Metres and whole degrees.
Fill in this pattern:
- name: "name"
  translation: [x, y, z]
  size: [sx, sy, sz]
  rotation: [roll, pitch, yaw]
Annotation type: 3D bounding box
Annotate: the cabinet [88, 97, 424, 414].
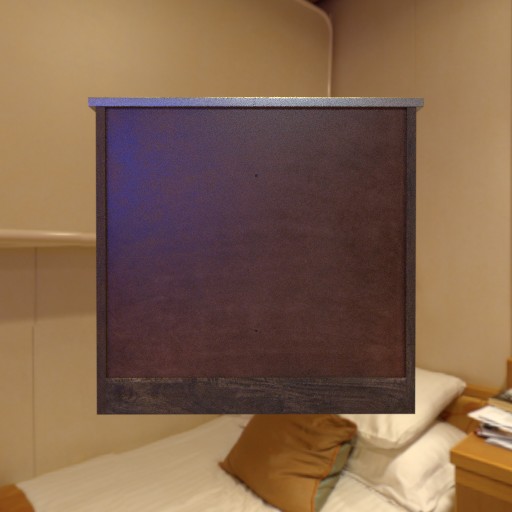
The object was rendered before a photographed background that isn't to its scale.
- name: "cabinet"
  translation: [0.000, 0.000, 1.451]
  size: [0.968, 0.919, 0.338]
  rotation: [0, 1, 0]
